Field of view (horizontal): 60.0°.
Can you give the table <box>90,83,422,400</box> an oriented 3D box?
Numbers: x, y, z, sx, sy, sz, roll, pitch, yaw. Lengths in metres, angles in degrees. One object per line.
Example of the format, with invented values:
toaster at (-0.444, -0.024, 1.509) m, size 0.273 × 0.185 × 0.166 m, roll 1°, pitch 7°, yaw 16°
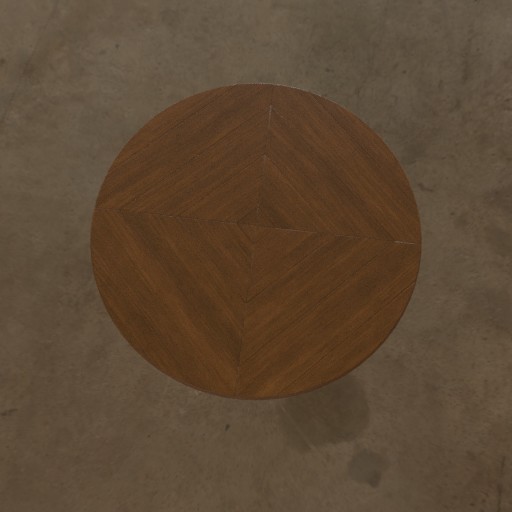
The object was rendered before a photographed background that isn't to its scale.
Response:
table at (0.000, 0.000, 1.768) m, size 1.055 × 0.757 × 1.055 m, roll 0°, pitch 75°, yaw 0°
